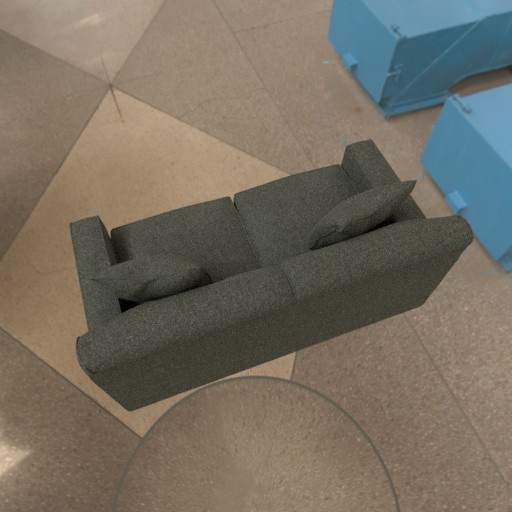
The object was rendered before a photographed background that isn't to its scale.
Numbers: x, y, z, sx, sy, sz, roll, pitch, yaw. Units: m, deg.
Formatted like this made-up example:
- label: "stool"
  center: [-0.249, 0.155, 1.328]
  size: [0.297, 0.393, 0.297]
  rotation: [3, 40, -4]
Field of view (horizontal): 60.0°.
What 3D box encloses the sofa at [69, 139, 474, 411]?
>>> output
- label: "sofa"
  center: [0.000, 0.000, 2.476]
  size: [1.846, 0.958, 0.998]
  rotation: [-18, 61, -10]
